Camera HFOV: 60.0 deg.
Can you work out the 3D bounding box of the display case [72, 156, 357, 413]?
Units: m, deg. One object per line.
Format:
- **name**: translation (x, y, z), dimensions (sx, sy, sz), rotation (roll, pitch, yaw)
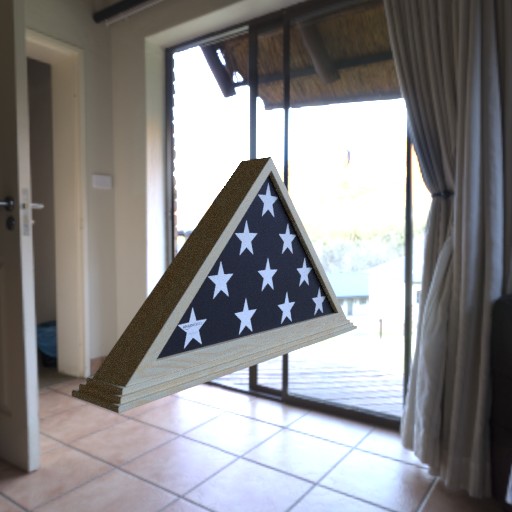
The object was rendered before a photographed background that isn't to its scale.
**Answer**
- **display case**: translation (0.000, 0.000, 0.776), dimensions (0.095, 0.340, 0.640), rotation (1, 2, 37)
